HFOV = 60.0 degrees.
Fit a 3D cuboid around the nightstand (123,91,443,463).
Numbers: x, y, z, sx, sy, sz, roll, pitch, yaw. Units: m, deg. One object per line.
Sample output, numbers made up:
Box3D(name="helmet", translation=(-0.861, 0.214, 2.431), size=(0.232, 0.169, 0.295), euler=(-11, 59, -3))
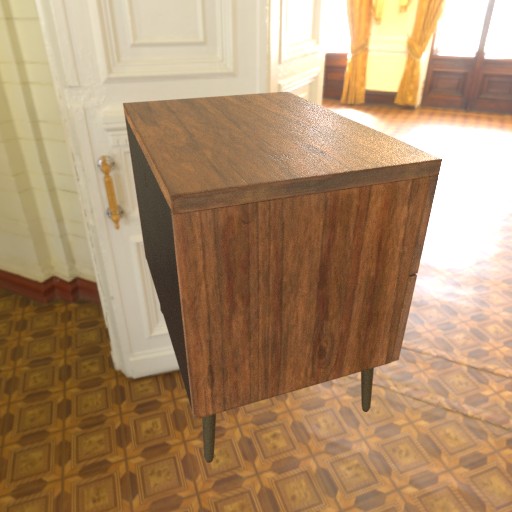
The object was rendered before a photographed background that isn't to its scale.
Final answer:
Box3D(name="nightstand", translation=(0.000, 0.000, 1.041), size=(0.458, 0.610, 0.610), euler=(-11, 32, -17))
